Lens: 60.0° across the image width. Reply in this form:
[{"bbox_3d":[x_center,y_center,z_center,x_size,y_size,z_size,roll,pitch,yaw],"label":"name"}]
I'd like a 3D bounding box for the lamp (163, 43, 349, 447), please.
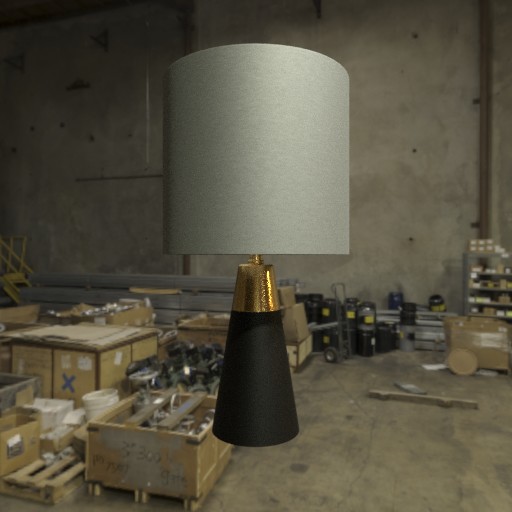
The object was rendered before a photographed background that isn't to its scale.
[{"bbox_3d":[0.000,0.000,0.747,0.308,0.580,0.308,0,0,19],"label":"lamp"}]
